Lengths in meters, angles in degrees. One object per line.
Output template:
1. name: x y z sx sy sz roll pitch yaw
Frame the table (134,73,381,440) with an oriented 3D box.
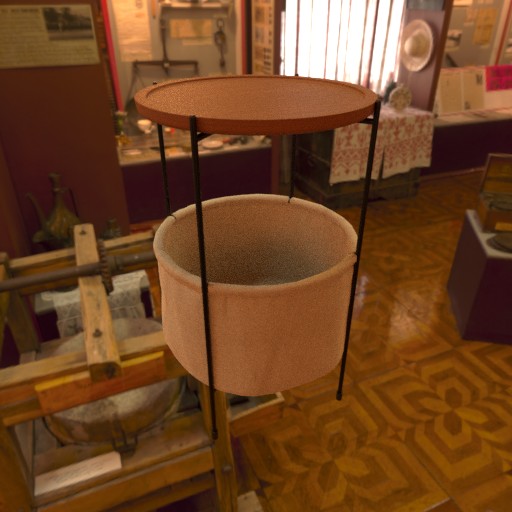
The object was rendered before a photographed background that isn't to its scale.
1. table: 0.000 0.000 0.876 0.393 0.623 0.393 -11 32 -18
